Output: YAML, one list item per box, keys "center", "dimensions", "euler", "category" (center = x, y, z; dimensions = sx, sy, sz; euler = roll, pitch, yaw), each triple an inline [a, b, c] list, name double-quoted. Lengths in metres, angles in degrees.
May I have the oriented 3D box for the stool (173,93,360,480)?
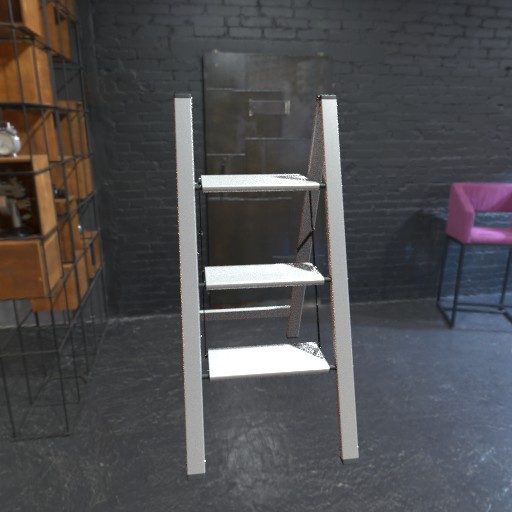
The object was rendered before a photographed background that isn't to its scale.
- center: [0.000, 0.000, 1.318]
  dimensions: [0.441, 0.902, 0.730]
  euler: [-2, 16, -7]
  category: "stool"
